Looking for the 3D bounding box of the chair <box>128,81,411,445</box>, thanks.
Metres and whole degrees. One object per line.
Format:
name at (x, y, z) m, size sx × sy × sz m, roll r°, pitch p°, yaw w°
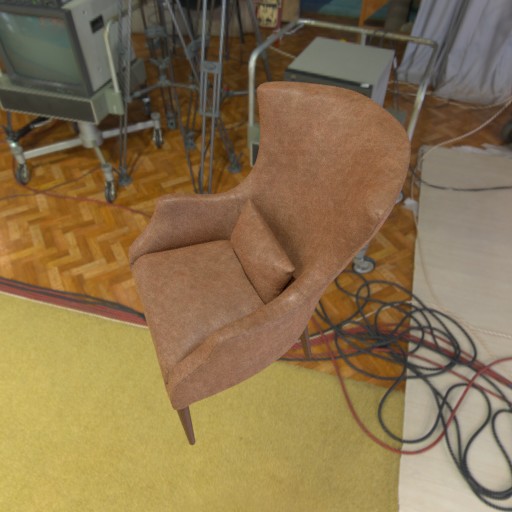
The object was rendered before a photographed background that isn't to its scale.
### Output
chair at (0.000, 0.000, 1.759) m, size 0.955 × 1.067 × 0.846 m, roll -17°, pitch 49°, yaw -15°
